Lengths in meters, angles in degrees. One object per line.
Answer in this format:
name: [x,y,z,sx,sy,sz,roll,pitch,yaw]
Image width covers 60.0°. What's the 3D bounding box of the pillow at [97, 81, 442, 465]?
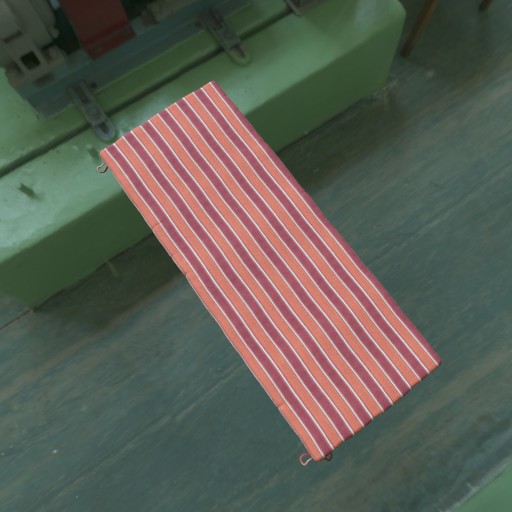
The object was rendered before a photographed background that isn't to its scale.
pillow: [0.000,0.000,1.359,0.492,0.081,1.187,-35,78,-8]
